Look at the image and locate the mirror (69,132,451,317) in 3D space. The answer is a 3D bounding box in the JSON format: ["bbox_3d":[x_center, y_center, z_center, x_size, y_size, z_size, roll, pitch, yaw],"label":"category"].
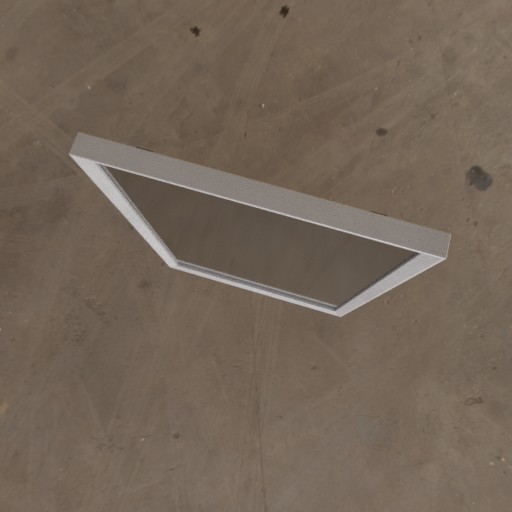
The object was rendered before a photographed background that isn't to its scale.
[{"bbox_3d":[0.000,0.000,0.919,0.507,0.710,0.039,16,77,4],"label":"mirror"}]
